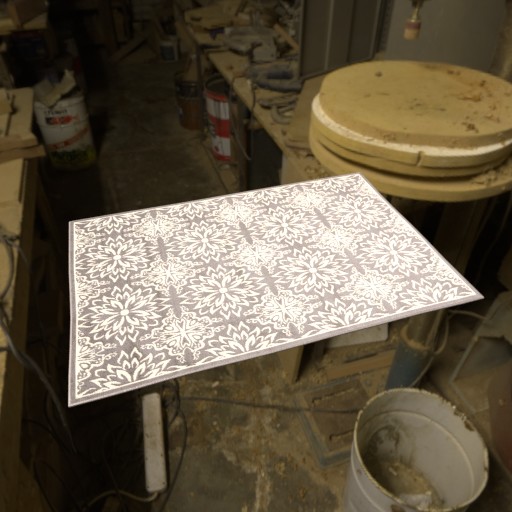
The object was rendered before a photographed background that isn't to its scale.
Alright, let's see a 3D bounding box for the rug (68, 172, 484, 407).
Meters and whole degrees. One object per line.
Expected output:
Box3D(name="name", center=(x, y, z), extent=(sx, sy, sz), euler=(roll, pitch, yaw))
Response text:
Box3D(name="rug", center=(0.000, 0.000, 2.297), extent=(1.847, 0.012, 1.224), euler=(-12, 42, -13))
